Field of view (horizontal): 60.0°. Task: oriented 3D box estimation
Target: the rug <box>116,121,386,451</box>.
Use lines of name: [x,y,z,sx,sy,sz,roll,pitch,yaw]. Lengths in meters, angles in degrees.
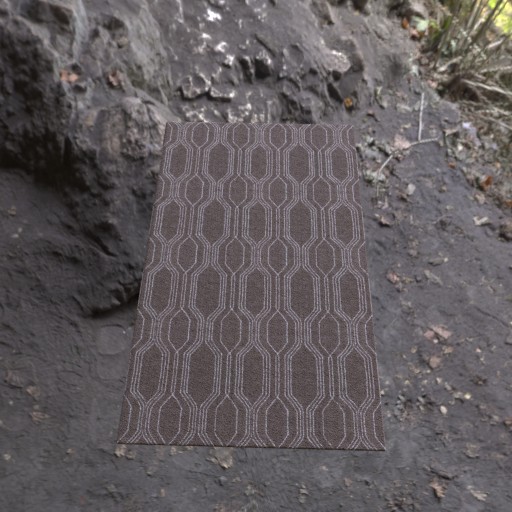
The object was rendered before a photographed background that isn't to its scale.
rug: [0.000,0.000,3.088,1.541,0.012,2.457,1,63,1]
